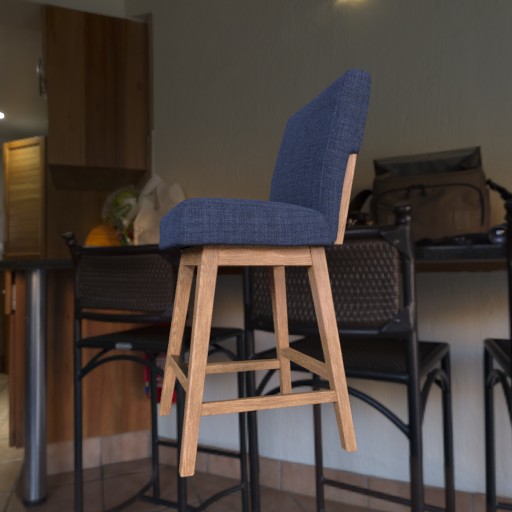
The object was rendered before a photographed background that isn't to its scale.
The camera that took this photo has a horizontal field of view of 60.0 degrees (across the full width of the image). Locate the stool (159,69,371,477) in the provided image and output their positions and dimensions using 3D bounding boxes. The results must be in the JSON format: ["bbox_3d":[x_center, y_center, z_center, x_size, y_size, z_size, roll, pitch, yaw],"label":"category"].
[{"bbox_3d":[0.000,0.000,1.305,0.526,1.010,0.459,0,-1,-18],"label":"stool"}]
